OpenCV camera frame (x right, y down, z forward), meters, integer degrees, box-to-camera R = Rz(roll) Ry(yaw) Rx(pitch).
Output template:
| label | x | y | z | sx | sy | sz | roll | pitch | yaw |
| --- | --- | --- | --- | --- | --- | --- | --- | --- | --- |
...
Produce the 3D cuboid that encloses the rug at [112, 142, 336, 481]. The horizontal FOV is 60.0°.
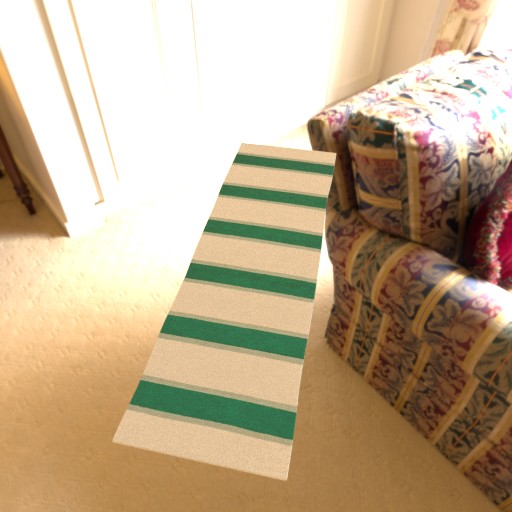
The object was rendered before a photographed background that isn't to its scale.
| label | x | y | z | sx | sy | sz | roll | pitch | yaw |
| --- | --- | --- | --- | --- | --- | --- | --- | --- | --- |
| rug | 0.000 | 0.000 | 2.685 | 0.768 | 0.012 | 2.438 | 9 | 46 | 8 |
